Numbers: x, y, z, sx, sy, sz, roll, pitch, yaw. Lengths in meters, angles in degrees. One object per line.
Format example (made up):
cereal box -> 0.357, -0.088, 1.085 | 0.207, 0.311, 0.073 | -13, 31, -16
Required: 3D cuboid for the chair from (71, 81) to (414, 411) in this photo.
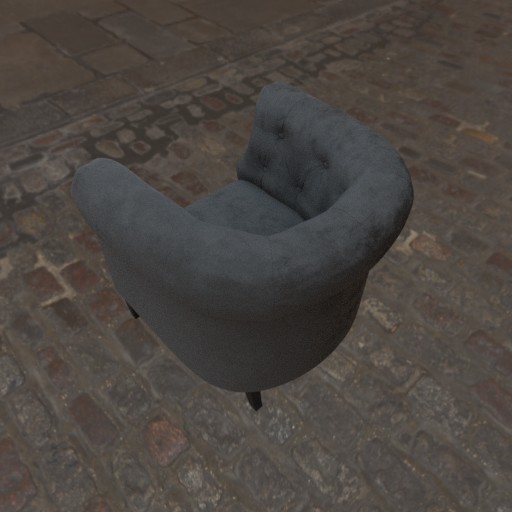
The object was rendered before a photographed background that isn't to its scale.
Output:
chair -> 0.000, 0.000, 1.553 | 0.904, 0.826, 0.851 | -34, 55, -28
